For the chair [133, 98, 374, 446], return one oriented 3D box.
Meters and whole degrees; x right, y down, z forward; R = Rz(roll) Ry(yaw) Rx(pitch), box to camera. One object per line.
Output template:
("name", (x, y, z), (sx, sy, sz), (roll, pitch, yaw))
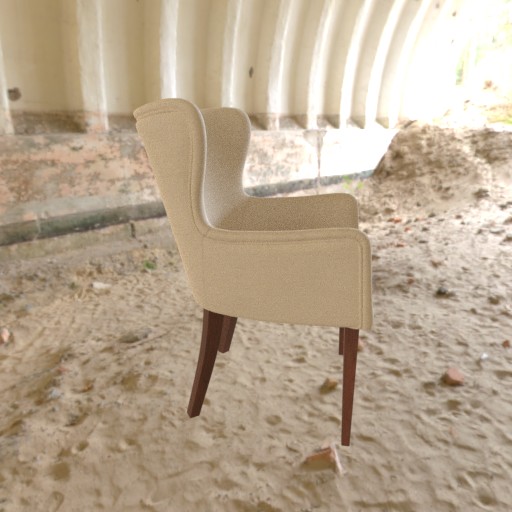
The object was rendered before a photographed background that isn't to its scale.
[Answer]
("chair", (0.000, 0.000, 1.517), (0.744, 0.990, 0.696), (3, 17, 9))
